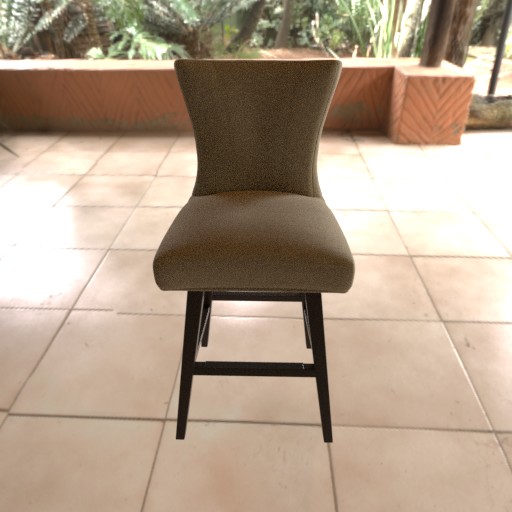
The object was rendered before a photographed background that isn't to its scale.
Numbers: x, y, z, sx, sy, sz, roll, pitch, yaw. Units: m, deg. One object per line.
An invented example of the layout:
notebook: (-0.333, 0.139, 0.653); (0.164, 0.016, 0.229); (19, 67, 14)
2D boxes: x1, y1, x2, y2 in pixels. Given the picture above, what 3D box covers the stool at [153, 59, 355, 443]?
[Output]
stool: (0.000, 0.000, 1.400); (0.514, 1.086, 0.574); (1, 32, 1)
